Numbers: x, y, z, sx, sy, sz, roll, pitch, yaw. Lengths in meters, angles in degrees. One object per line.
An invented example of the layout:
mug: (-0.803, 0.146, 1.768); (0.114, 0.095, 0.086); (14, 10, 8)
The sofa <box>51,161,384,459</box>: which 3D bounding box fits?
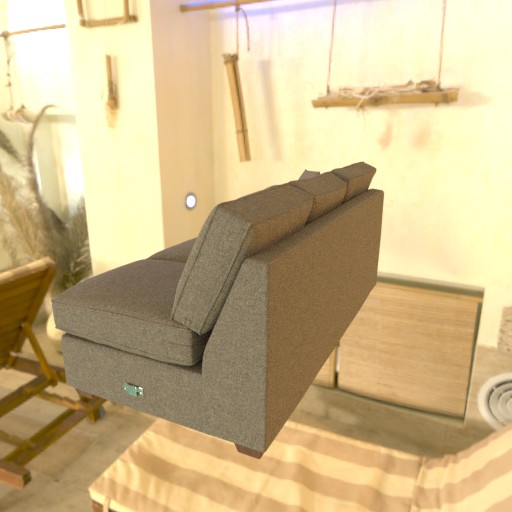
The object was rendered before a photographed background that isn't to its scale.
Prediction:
sofa: (0.000, 0.000, 2.489); (1.034, 0.946, 1.963); (8, 18, 25)
